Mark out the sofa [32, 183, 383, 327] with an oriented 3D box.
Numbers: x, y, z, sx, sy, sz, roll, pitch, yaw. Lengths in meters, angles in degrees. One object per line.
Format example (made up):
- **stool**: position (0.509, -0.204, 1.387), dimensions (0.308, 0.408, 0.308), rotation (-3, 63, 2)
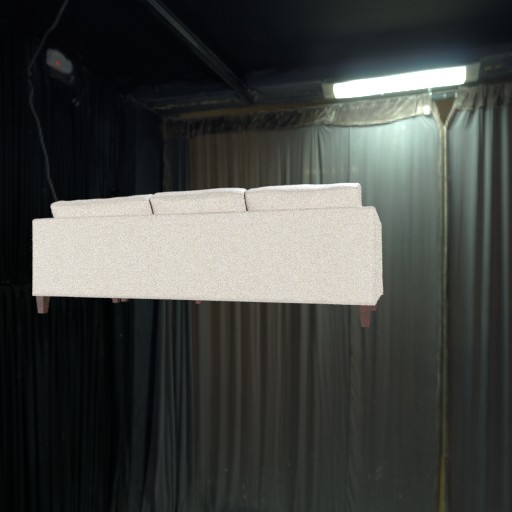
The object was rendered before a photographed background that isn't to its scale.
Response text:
- **sofa**: position (0.000, 0.000, 4.350), dimensions (2.432, 0.863, 3.182), rotation (0, -1, 18)
